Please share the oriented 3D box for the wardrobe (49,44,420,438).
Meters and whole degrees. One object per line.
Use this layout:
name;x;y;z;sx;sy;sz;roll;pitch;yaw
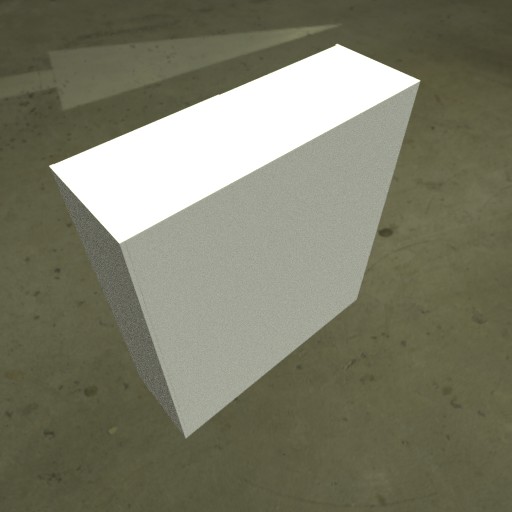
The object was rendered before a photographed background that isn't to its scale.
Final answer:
wardrobe;0.000;0.000;2.907;1.830;2.020;0.600;-33;56;-26
